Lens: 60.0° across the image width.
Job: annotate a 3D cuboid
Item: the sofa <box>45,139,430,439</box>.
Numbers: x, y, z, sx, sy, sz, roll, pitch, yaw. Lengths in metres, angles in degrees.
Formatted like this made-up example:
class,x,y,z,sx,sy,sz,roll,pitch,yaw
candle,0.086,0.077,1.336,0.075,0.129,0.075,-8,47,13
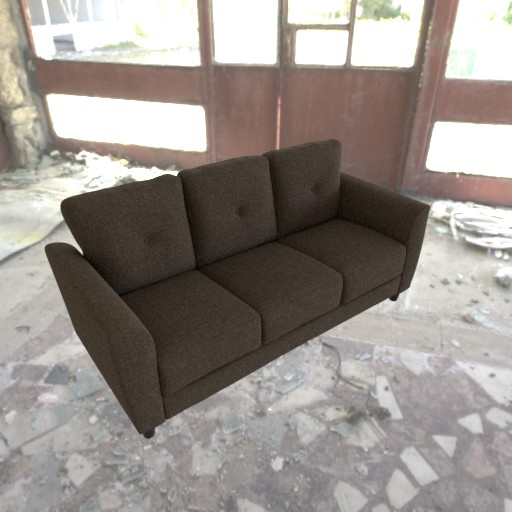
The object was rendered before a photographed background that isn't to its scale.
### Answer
class,x,y,z,sx,sy,sz,roll,pitch,yaw
sofa,0.000,0.000,2.334,1.847,0.891,0.837,-21,36,-32
